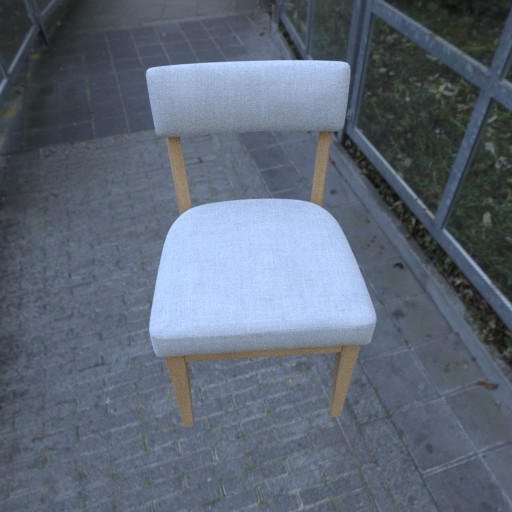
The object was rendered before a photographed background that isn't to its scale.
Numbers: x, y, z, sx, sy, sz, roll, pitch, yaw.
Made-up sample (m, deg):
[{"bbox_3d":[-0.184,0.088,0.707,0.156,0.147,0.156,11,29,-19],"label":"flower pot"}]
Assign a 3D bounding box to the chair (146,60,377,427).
[{"bbox_3d":[0.000,0.000,1.184,0.508,0.832,0.572,-3,46,-3],"label":"chair"}]
